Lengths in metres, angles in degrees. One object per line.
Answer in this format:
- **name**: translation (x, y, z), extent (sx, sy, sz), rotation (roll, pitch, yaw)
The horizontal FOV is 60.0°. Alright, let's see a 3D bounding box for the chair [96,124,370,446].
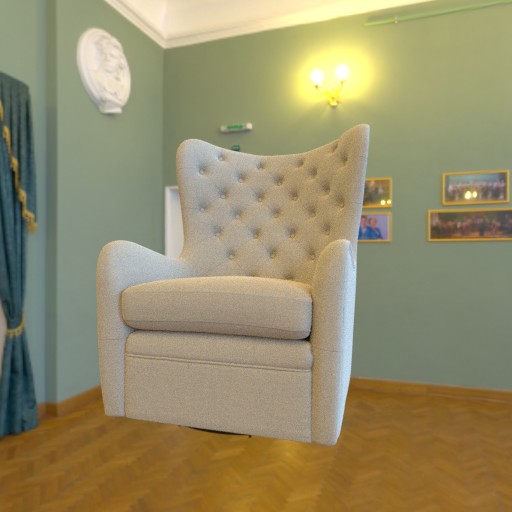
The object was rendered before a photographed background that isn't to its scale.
- **chair**: translation (0.000, 0.000, 1.714), extent (0.831, 1.079, 0.929), rotation (0, 0, 18)
